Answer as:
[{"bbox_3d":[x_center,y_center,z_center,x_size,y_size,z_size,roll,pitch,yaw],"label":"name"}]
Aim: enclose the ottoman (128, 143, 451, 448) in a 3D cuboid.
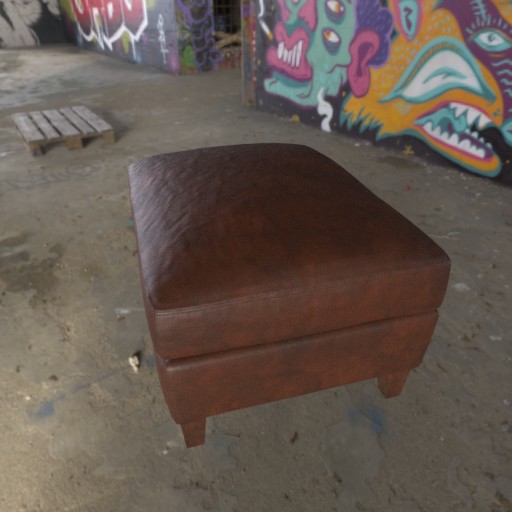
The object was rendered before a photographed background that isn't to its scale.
[{"bbox_3d":[0.000,0.000,1.293,0.659,0.527,0.887,-9,32,-14],"label":"ottoman"}]
